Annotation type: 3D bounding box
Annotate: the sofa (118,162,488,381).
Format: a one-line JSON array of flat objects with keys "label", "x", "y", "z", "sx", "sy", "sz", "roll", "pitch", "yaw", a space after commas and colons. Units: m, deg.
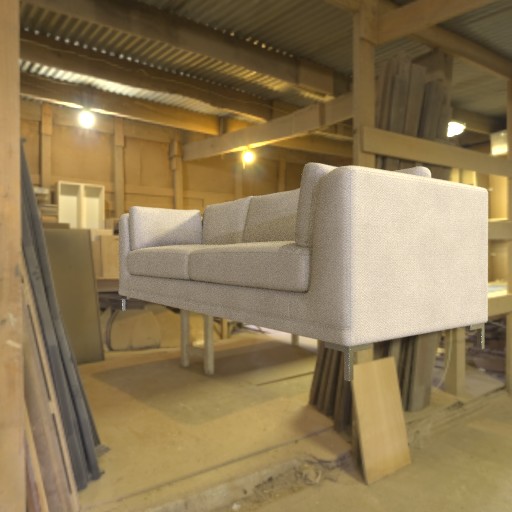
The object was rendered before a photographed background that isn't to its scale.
[{"label": "sofa", "x": 0.000, "y": 0.000, "z": 2.783, "sx": 0.969, "sy": 0.867, "sz": 2.415, "roll": 0, "pitch": 0, "yaw": -36}]
